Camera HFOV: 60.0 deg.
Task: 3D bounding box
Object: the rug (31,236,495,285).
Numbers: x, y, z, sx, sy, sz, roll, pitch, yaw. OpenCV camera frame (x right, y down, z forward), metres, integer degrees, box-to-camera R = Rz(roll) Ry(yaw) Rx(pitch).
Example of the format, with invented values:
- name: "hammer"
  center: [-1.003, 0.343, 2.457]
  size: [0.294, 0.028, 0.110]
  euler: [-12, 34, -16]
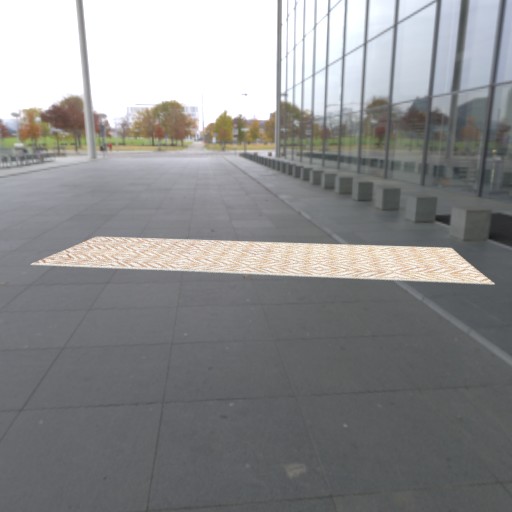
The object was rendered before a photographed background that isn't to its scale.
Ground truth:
- name: "rug"
  center: [0.000, 0.000, 2.660]
  size: [2.435, 0.009, 0.750]
  euler: [2, 15, 8]
